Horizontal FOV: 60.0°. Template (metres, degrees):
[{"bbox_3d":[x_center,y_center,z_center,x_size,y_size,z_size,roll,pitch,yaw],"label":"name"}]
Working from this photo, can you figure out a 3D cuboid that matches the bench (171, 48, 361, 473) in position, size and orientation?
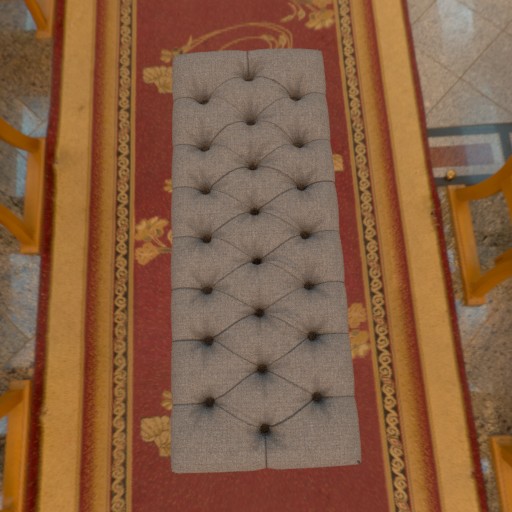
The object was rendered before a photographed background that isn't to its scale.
[{"bbox_3d":[0.000,0.000,1.273,0.417,0.470,1.052,-2,75,-1],"label":"bench"}]
